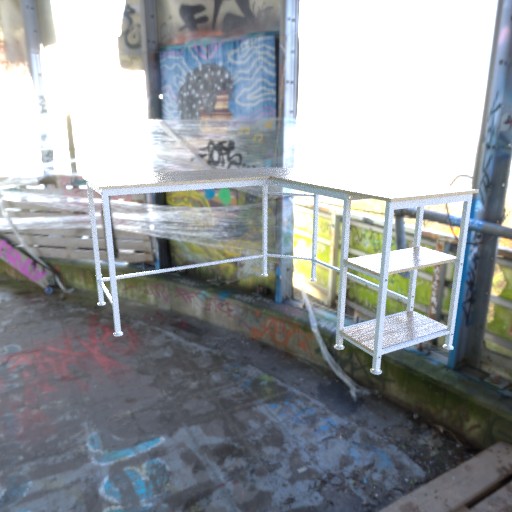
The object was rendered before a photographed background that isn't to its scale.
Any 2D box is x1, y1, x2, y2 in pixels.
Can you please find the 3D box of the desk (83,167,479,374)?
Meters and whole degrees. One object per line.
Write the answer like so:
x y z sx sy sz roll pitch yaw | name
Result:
0.000 0.000 2.226 1.379 0.739 1.379 -9 18 -27 | desk
